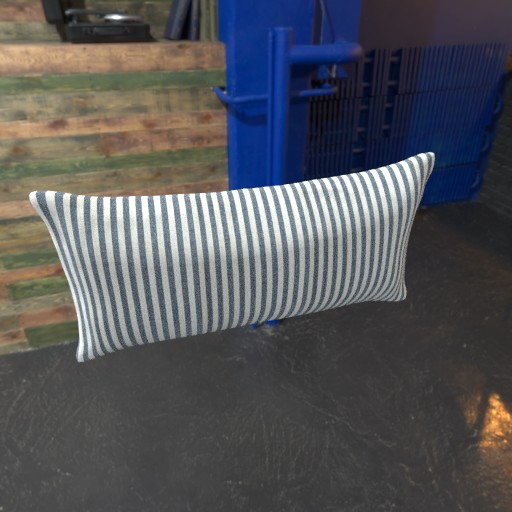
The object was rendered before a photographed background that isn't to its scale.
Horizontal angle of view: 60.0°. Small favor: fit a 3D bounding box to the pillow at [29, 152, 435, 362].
[{"bbox_3d":[0.000,0.000,0.726,0.617,0.295,0.151,-9,31,-15],"label":"pillow"}]
